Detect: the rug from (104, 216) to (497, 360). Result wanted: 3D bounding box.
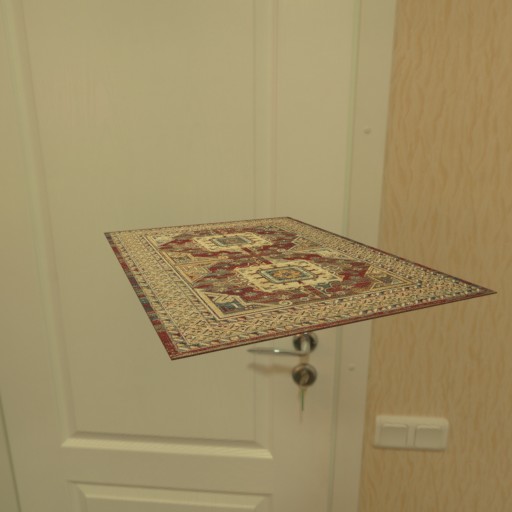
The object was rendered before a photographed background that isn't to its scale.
[{"bbox_3d":[0.000,0.000,4.133,2.381,0.013,3.197,-7,17,-23],"label":"rug"}]
